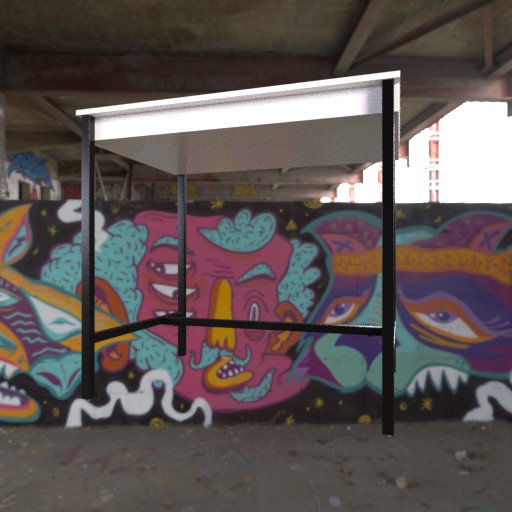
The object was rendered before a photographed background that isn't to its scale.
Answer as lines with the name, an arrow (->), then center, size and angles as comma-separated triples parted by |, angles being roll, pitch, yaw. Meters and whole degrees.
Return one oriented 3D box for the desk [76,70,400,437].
desk -> 0.000, 0.000, 1.314 | 0.811, 0.766, 0.573 | 0, 0, 18
